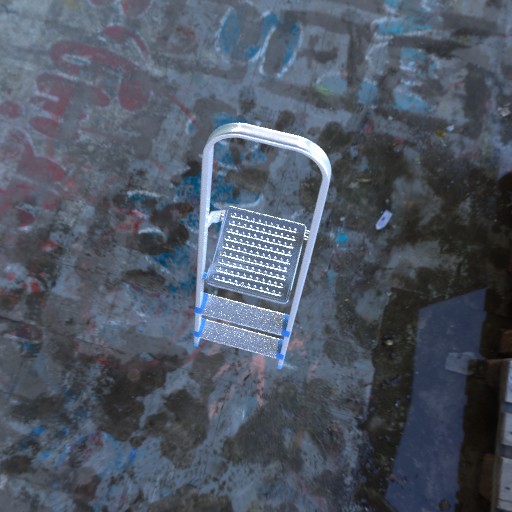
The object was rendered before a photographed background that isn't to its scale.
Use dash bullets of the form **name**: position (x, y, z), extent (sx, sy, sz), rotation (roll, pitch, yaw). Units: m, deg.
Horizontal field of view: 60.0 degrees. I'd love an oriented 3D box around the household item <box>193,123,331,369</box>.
- **household item**: position (0.000, 0.000, 1.513), extent (0.420, 1.215, 0.687), rotation (14, 77, 3)
